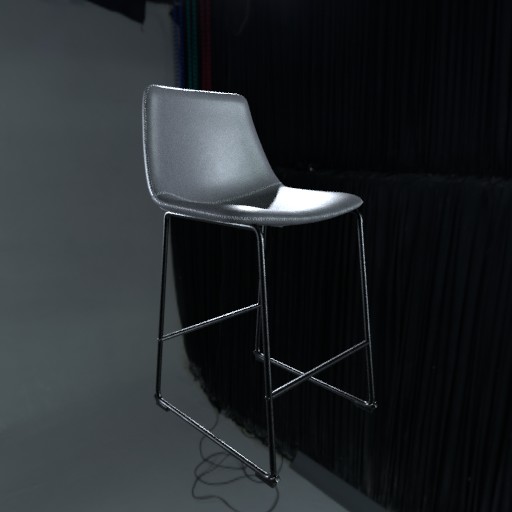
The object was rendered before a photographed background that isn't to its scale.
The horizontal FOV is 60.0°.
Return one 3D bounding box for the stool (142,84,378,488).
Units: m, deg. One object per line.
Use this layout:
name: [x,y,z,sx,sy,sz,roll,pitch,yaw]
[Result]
stool: [0.000,0.000,1.179,0.470,0.876,0.546,-13,19,-43]
